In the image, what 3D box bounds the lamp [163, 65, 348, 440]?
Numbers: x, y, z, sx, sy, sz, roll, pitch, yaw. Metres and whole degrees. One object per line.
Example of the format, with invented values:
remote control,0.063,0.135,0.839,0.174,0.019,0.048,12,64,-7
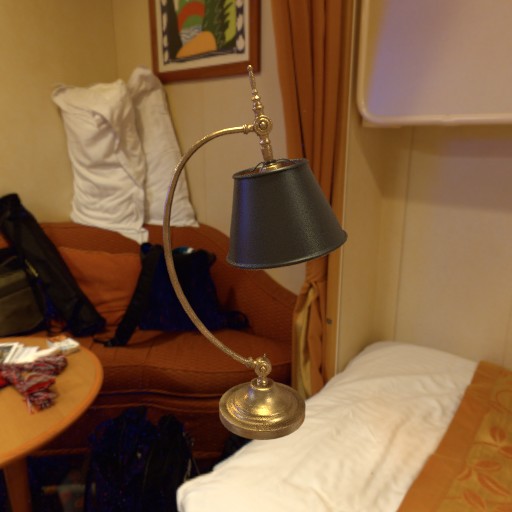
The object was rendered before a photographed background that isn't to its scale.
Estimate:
lamp,0.000,0.000,0.846,0.344,0.675,0.235,-2,15,-7
